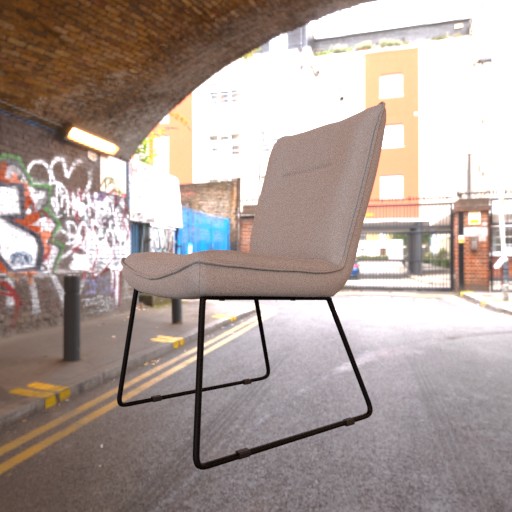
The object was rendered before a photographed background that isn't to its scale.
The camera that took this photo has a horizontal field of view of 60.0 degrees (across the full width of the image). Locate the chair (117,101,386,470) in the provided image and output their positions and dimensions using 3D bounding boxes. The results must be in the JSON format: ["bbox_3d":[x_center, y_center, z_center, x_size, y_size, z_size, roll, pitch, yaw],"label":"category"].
[{"bbox_3d":[0.000,0.000,1.345,0.688,0.930,0.515,0,-1,-36],"label":"chair"}]
